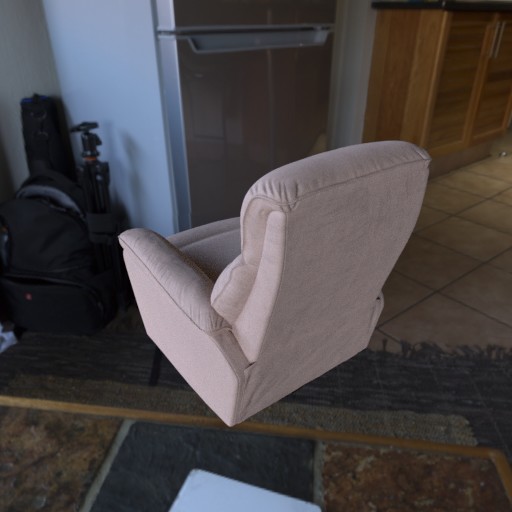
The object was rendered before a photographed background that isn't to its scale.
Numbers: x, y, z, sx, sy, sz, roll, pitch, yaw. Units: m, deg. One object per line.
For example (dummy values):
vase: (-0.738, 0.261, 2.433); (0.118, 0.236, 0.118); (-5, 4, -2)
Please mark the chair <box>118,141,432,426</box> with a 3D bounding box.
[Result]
chair: (0.000, 0.000, 1.734); (0.820, 1.037, 1.004); (-20, 36, -31)
